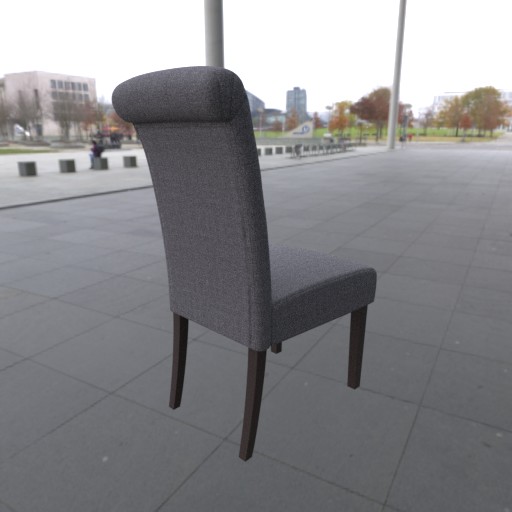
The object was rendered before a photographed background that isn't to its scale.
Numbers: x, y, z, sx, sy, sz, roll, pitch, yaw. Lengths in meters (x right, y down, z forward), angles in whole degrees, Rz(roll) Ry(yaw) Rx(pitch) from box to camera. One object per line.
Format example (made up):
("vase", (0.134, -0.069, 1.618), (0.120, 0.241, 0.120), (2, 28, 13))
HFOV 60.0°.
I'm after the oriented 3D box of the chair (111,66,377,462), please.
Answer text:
("chair", (0.000, 0.000, 1.350), (0.456, 1.006, 0.671), (15, 21, 43))
